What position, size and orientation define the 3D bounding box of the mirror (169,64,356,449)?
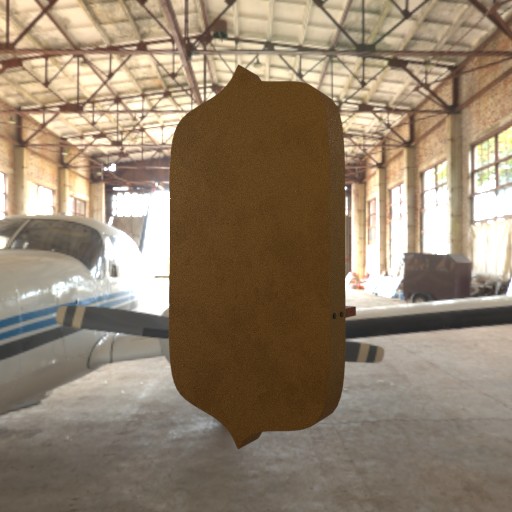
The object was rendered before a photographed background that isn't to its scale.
[{"bbox_3d":[0.000,0.000,0.744,0.323,0.613,0.096,-1,-1,36],"label":"mirror"}]
